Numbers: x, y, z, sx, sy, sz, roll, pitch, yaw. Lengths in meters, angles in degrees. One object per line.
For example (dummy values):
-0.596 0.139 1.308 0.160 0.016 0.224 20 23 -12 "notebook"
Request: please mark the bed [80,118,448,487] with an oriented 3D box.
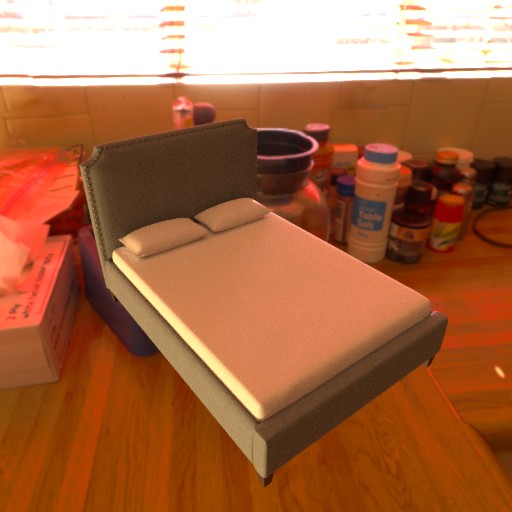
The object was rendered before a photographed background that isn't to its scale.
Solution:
0.000 0.000 3.402 1.712 1.443 2.372 -21 37 -31 "bed"
